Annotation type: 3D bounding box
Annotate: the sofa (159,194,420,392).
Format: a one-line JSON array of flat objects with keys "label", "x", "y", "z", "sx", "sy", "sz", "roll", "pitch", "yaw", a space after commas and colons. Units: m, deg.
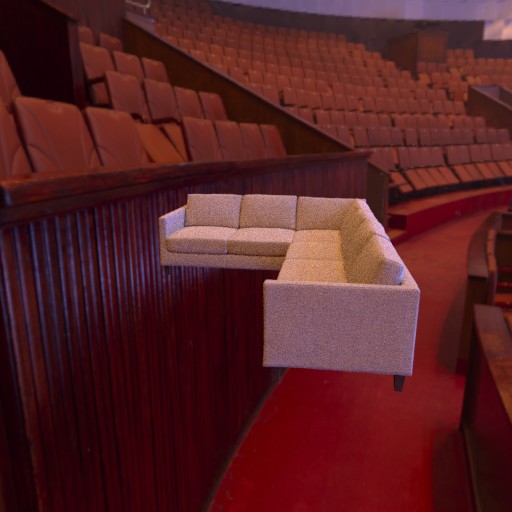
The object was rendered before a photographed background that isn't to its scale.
[{"label": "sofa", "x": 0.000, "y": 0.000, "z": 4.316, "sx": 2.432, "sy": 0.863, "sz": 3.182, "roll": 2, "pitch": 15, "yaw": 9}]
